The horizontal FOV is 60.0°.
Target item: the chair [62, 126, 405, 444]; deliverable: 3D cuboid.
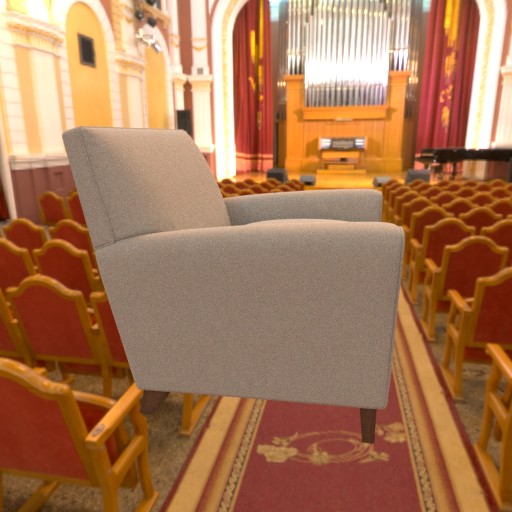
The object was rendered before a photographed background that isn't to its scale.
[{"bbox_3d":[0.000,0.000,1.523,0.871,0.846,0.840,3,15,11],"label":"chair"}]
